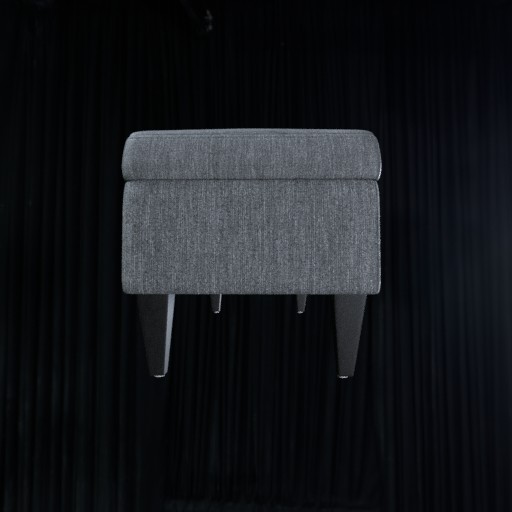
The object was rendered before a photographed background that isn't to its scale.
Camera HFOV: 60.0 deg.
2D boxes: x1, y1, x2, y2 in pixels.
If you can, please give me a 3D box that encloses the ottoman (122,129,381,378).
[{"bbox_3d":[0.000,0.000,1.364,0.482,0.469,1.151,0,0,1],"label":"ottoman"}]
